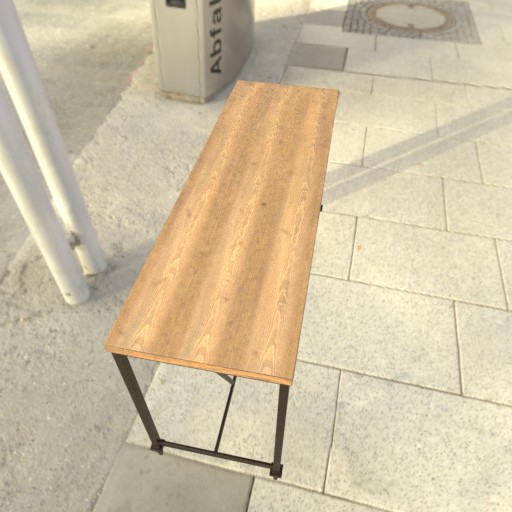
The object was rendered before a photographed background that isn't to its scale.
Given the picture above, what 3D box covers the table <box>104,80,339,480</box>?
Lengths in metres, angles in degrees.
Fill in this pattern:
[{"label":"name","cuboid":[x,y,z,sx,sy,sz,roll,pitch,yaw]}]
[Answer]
[{"label":"table","cuboid":[0.000,0.000,2.122,0.551,0.902,1.700,8,47,8]}]
